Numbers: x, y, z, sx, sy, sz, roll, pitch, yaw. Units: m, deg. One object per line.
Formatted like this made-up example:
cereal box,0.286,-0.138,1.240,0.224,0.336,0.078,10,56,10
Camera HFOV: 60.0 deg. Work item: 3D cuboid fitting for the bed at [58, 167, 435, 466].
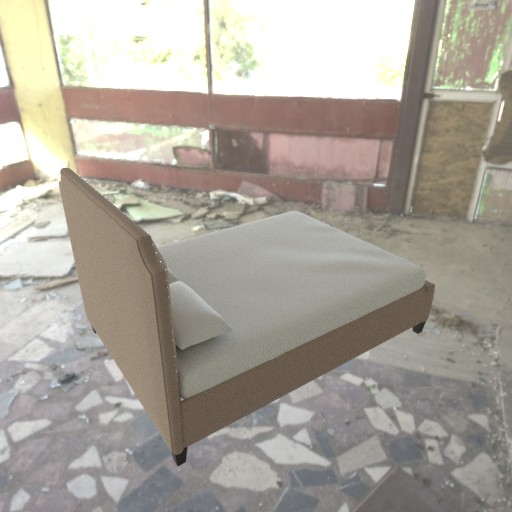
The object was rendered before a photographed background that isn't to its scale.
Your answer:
bed,0.000,0.000,3.446,2.372,1.443,1.713,-17,32,-31
